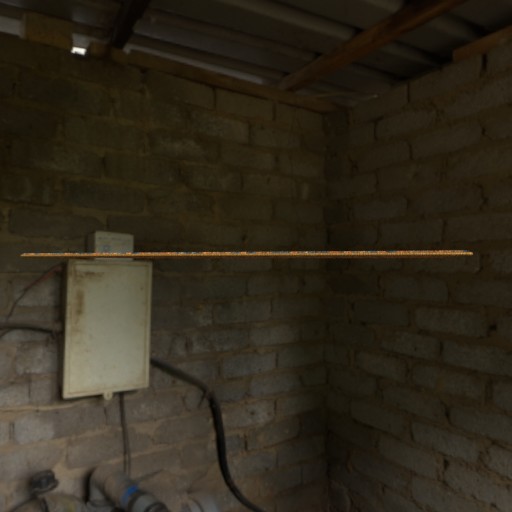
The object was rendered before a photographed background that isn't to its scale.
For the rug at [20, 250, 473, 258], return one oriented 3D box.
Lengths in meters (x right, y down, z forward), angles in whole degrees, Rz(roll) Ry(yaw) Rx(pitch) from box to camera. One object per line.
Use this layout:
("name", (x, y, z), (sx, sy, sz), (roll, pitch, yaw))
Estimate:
("rug", (0.000, 0.000, 1.062), (0.863, 0.008, 0.557), (0, -1, 18))
